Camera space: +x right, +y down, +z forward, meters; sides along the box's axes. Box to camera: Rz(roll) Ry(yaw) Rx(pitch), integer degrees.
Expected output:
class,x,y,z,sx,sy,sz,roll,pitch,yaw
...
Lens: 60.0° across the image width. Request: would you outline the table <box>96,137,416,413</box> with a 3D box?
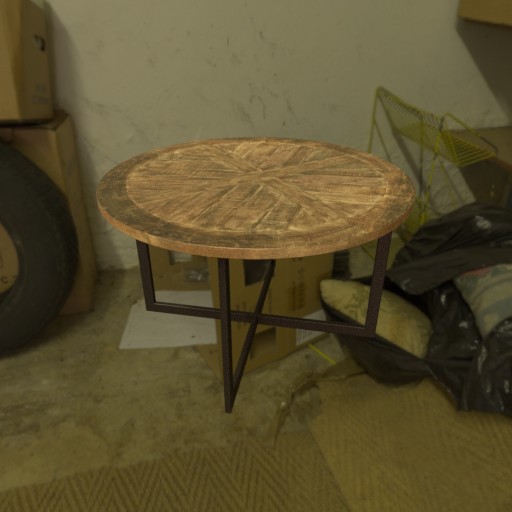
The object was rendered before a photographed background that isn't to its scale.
class,x,y,z,sx,sy,sz,roll,pitch,yaw
table,0.000,0.000,2.024,1.264,0.762,1.264,0,29,0
